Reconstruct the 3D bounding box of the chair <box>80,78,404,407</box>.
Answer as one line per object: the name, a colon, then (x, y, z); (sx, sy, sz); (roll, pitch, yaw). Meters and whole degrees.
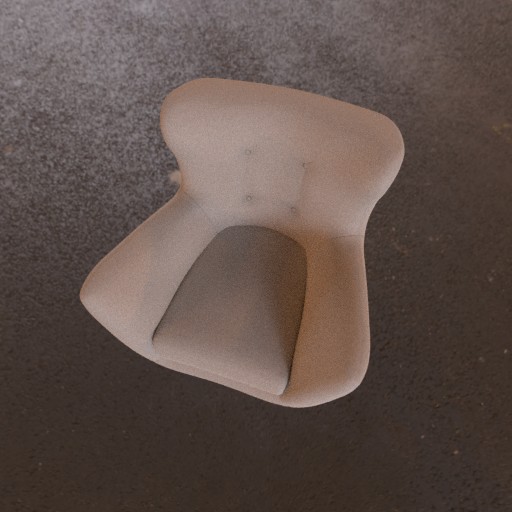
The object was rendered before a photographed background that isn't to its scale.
chair: (0.000, 0.000, 1.625); (0.890, 0.889, 0.889); (16, 59, 10)
